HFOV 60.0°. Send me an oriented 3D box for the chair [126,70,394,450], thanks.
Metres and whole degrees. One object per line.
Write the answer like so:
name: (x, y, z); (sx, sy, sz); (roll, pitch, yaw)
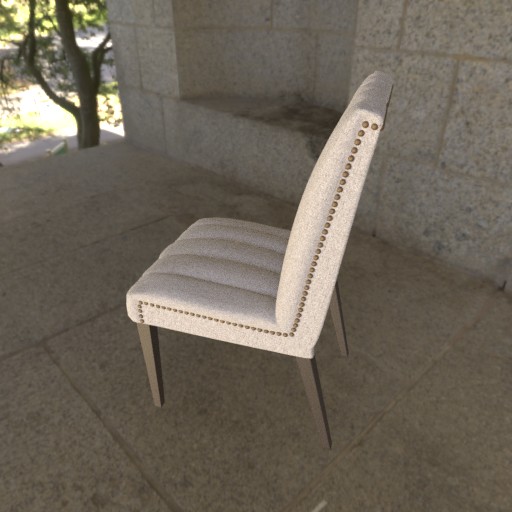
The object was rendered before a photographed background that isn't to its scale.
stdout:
chair: (0.000, 0.000, 1.342); (0.647, 1.016, 0.511); (9, 32, 15)
